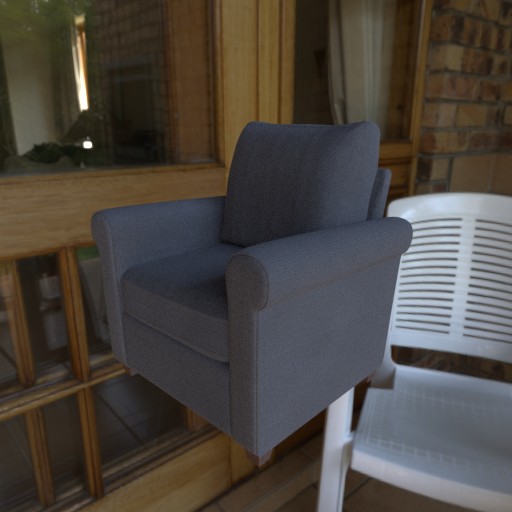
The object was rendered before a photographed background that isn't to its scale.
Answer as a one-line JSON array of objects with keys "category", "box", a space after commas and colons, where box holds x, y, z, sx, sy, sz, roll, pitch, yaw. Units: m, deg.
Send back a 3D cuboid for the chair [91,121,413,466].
[{"category": "chair", "box": [0.000, 0.000, 1.614, 0.867, 0.942, 0.828, 16, 23, 42]}]
